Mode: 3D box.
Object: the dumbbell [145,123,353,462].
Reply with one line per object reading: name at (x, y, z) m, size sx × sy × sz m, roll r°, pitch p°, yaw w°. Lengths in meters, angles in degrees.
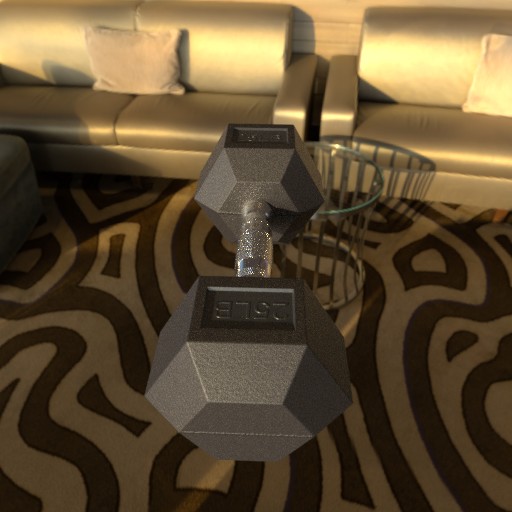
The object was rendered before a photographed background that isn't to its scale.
dumbbell at (0.000, 0.000, 0.376) m, size 0.129 × 0.113 × 0.315 m, roll 1°, pitch 41°, yaw 2°
